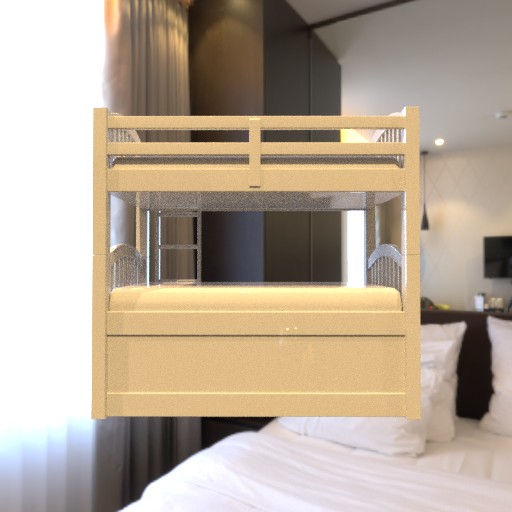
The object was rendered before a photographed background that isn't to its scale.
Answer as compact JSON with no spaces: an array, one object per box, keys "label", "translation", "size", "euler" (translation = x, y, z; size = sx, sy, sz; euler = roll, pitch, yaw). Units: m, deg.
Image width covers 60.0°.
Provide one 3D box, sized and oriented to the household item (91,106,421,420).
[{"label":"household item","translation":[0.000,0.000,3.313],"size":[2.032,2.032,1.143],"euler":[0,-1,0]}]
